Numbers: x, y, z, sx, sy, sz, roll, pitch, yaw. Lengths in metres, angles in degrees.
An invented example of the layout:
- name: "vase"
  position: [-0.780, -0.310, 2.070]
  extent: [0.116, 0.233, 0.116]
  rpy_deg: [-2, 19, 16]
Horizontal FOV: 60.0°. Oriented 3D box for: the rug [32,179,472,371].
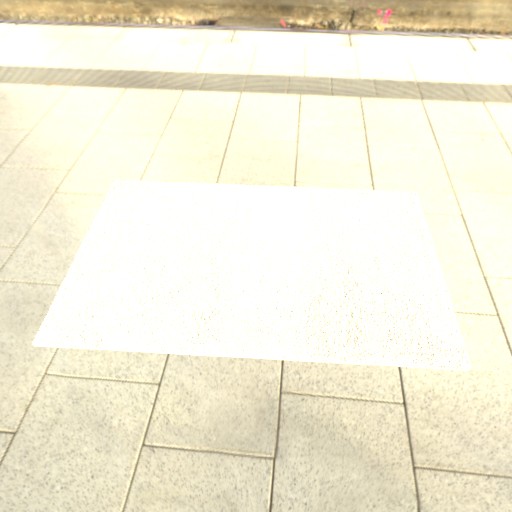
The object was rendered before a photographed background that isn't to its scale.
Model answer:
- name: "rug"
  position: [0.000, 0.000, 3.370]
  extent: [2.743, 0.030, 1.778]
  rpy_deg: [3, 45, 3]
